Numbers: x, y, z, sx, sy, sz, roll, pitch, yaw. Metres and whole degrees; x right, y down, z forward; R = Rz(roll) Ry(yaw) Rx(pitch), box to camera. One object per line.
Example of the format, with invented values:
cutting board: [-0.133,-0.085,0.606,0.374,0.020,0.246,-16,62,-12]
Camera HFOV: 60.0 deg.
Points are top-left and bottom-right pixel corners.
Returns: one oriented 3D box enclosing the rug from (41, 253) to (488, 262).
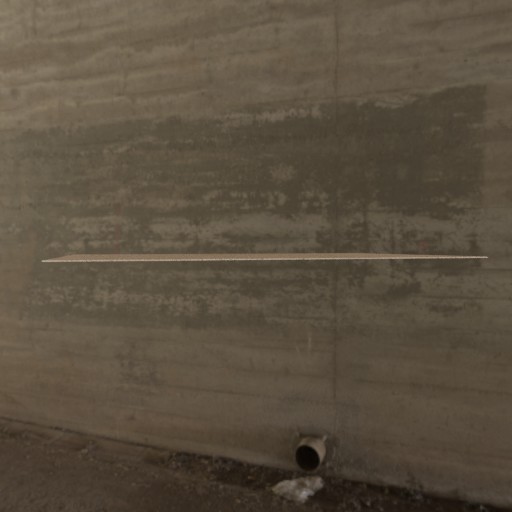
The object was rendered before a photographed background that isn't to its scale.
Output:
rug: [0.000,0.000,3.019,2.440,0.008,1.524,0,1,-18]
